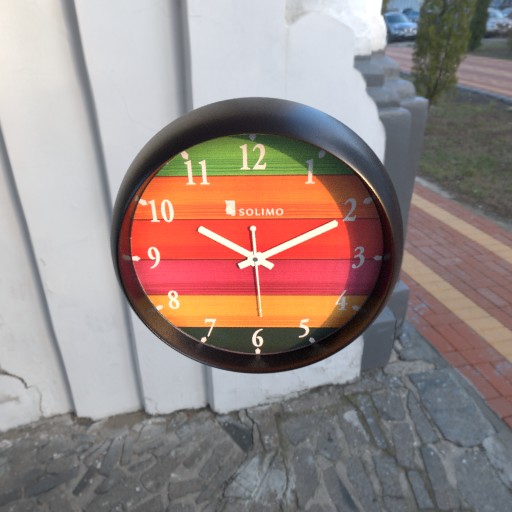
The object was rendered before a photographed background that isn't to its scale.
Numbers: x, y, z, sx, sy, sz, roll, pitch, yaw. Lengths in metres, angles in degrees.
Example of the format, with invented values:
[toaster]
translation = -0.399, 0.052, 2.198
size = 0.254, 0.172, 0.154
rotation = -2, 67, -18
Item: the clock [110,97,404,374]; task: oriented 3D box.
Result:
[clock]
translation = 0.000, 0.000, 0.450
size = 0.300, 0.300, 0.060
rotation = 1, 29, 1
